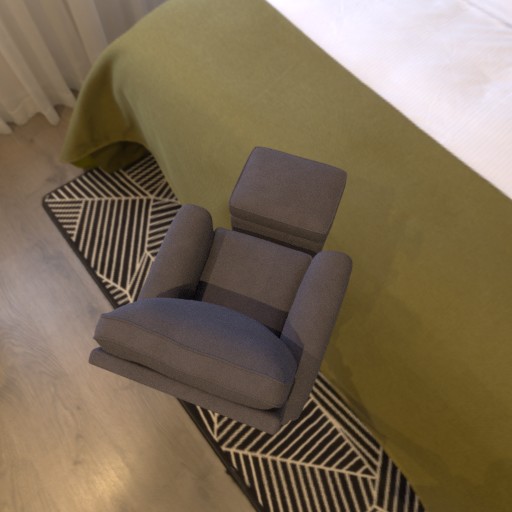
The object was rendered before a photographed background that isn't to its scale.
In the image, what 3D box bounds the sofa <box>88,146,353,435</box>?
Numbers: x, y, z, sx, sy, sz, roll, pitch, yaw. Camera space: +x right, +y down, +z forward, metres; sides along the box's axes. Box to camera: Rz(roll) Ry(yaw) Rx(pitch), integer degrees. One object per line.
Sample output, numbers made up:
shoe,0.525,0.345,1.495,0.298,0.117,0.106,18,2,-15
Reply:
sofa,0.000,0.000,2.061,0.880,0.959,1.478,18,64,9
